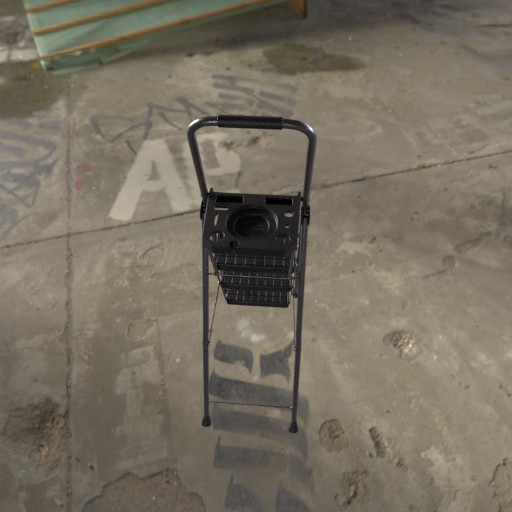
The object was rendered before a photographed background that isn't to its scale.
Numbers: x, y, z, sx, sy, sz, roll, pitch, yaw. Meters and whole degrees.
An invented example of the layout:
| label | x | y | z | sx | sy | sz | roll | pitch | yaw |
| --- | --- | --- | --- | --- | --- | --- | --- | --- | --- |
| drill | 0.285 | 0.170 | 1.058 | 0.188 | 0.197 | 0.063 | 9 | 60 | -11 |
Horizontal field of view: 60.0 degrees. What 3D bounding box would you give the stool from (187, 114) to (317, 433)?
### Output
| label | x | y | z | sx | sy | sz | roll | pitch | yaw |
| --- | --- | --- | --- | --- | --- | --- | --- | --- | --- |
| stool | 0.000 | 0.000 | 1.572 | 0.396 | 1.277 | 0.733 | 3 | 47 | 3 |
